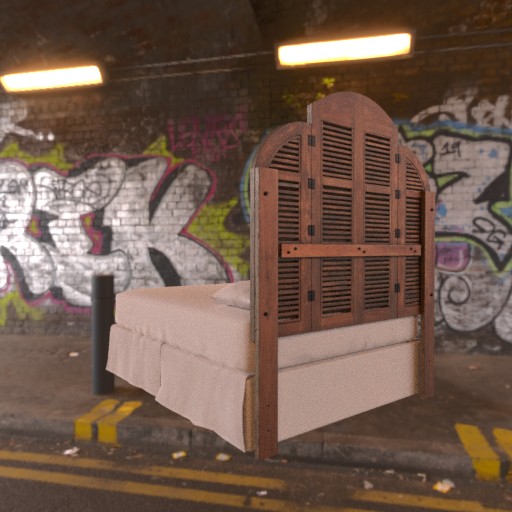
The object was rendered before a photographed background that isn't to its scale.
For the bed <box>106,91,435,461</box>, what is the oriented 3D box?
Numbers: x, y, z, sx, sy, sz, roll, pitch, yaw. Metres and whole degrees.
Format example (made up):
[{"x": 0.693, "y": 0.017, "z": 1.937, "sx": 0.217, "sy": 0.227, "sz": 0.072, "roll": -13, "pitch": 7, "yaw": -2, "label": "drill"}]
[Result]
[{"x": 0.000, "y": 0.000, "z": 3.536, "sx": 1.713, "sy": 2.019, "sz": 2.138, "roll": -1, "pitch": 1, "yaw": -38, "label": "bed"}]
